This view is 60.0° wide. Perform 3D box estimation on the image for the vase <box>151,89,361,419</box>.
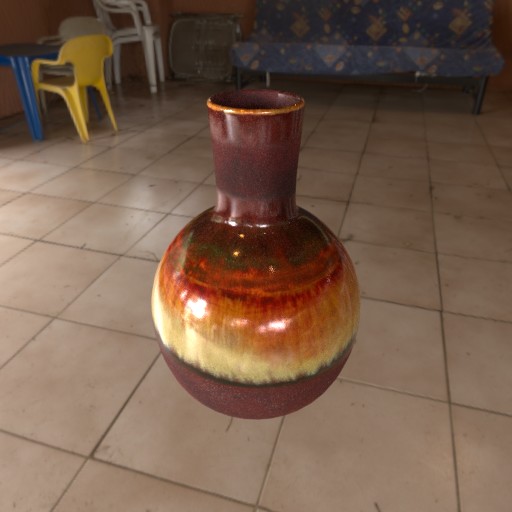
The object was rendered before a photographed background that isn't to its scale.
[{"bbox_3d":[0.000,0.000,0.226,0.111,0.154,0.111,0,31,0],"label":"vase"}]
